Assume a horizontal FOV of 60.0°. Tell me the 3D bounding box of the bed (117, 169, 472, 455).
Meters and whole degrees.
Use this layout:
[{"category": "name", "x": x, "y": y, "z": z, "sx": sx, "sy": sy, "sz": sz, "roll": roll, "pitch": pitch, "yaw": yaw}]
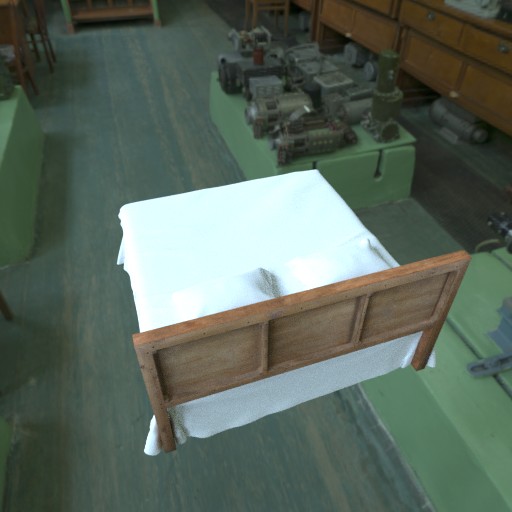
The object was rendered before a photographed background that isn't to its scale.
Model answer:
[{"category": "bed", "x": 0.000, "y": 0.000, "z": 3.555, "sx": 2.255, "sy": 1.158, "sz": 2.165, "roll": -13, "pitch": 43, "yaw": -14}]
